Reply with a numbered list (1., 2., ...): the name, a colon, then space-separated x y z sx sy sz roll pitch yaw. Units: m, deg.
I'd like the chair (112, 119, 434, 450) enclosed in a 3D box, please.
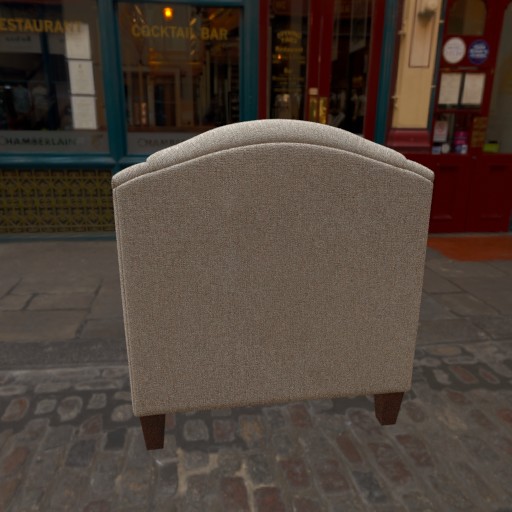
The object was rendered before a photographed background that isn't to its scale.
1. chair: 0.000 0.000 1.449 0.763 0.839 0.787 -2 16 -9
